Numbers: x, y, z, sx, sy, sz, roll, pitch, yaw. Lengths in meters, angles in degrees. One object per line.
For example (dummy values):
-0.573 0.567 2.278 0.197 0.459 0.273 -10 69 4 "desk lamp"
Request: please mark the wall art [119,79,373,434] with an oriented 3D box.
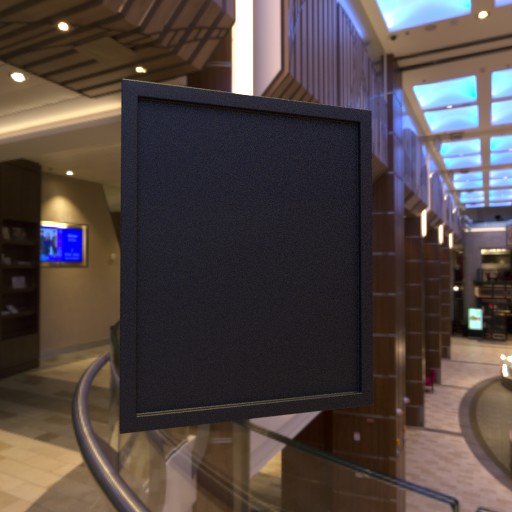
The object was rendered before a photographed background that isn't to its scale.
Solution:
0.000 0.000 0.781 0.457 0.559 0.028 0 -1 -18 "wall art"
